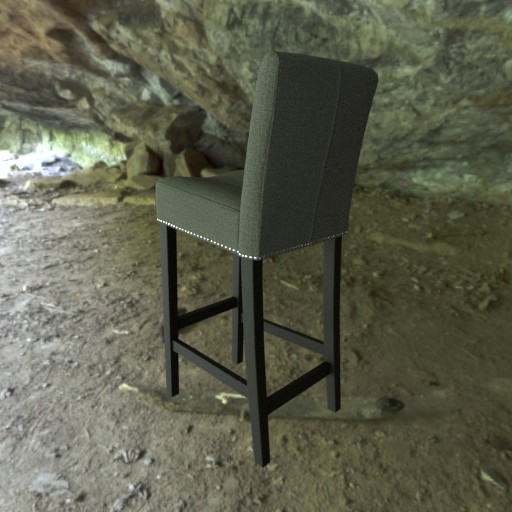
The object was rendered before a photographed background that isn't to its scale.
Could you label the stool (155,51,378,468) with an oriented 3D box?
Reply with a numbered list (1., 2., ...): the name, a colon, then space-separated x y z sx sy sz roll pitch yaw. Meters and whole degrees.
1. stool: 0.000 0.000 1.334 0.548 1.047 0.411 15 22 42
